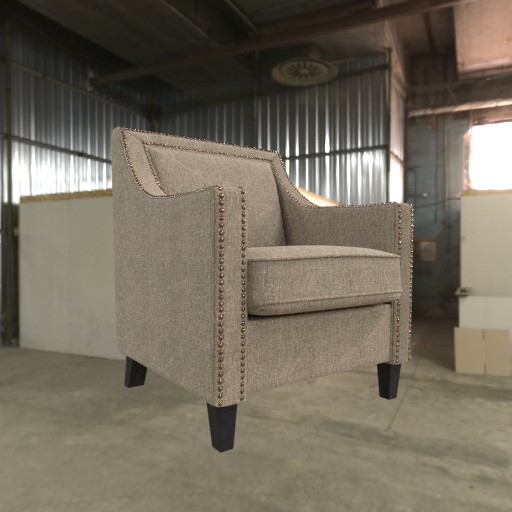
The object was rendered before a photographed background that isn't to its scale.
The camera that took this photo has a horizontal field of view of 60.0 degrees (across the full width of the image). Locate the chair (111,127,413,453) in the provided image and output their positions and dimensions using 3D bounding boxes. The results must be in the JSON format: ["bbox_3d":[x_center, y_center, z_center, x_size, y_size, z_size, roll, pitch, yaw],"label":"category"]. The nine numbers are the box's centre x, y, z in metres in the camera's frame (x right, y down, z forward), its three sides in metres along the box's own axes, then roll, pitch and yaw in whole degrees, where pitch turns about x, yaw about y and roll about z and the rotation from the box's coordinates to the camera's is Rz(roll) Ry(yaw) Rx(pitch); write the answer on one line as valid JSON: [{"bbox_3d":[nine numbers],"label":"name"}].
[{"bbox_3d":[0.000,0.000,1.577,0.776,0.967,0.884,-1,2,-35],"label":"chair"}]
